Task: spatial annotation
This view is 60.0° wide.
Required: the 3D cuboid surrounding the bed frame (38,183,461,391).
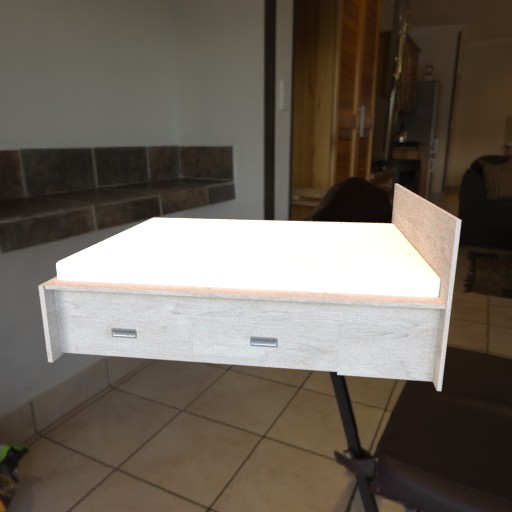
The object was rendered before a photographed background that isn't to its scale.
[{"bbox_3d":[0.000,0.000,2.856,1.960,0.800,1.622,2,15,8],"label":"bed frame"}]
